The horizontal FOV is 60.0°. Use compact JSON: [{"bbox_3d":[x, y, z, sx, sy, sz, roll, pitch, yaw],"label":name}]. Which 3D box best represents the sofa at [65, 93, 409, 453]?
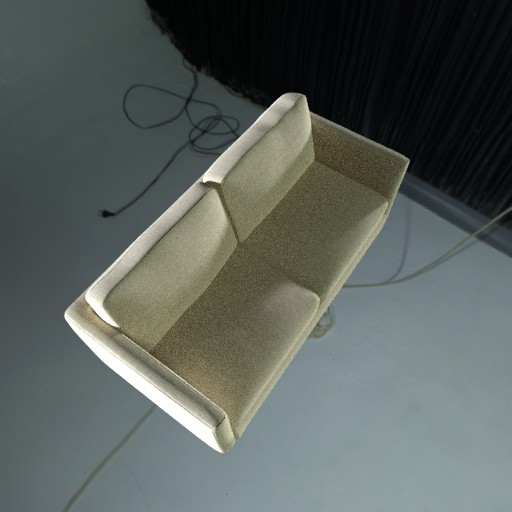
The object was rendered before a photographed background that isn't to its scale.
[{"bbox_3d":[0.000,0.000,2.565,0.950,0.963,1.884,31,64,17],"label":"sofa"}]
